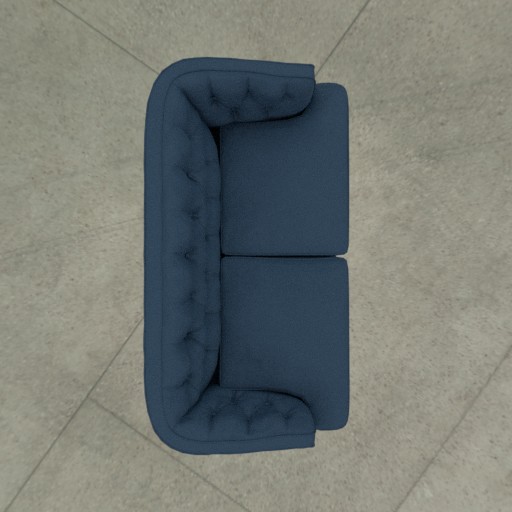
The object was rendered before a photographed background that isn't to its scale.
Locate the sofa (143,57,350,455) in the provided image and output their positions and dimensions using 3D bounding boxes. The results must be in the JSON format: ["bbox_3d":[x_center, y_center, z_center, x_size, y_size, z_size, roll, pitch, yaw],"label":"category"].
[{"bbox_3d":[0.000,0.000,2.234,0.941,0.854,1.733,0,90,0],"label":"sofa"}]
